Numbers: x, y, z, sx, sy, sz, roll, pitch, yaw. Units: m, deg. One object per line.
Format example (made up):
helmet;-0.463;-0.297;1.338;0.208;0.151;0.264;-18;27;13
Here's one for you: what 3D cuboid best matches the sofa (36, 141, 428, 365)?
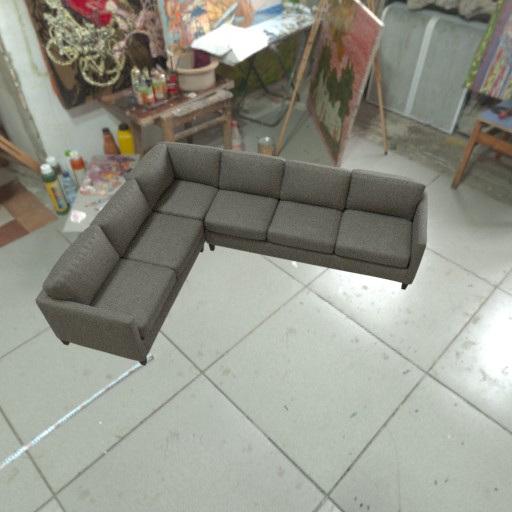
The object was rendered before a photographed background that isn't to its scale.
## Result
sofa;0.000;0.000;4.540;3.302;0.947;2.593;11;47;11
